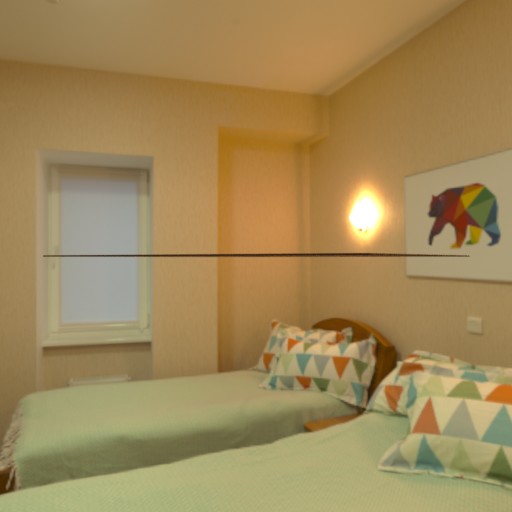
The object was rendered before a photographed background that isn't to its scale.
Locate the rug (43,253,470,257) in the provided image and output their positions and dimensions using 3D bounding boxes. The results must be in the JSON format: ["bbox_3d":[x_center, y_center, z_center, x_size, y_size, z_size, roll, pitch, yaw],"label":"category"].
[{"bbox_3d":[0.000,0.000,4.139,3.197,0.013,2.381,0,0,37],"label":"rug"}]
